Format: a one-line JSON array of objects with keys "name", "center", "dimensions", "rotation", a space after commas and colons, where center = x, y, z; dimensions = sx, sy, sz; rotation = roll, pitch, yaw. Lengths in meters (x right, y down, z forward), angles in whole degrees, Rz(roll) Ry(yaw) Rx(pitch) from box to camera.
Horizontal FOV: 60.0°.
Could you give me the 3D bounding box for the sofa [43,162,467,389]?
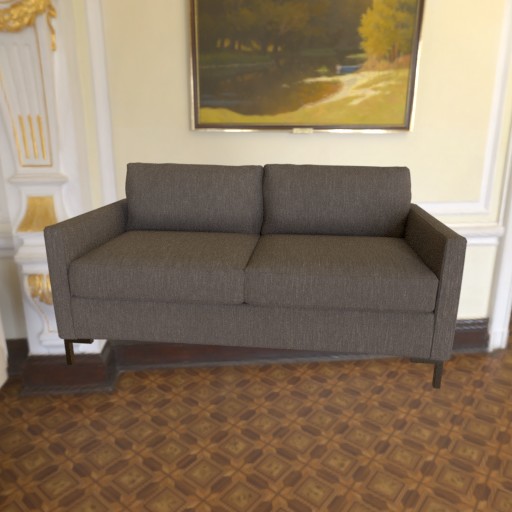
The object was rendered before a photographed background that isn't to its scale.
[{"name": "sofa", "center": [0.000, 0.000, 2.146], "dimensions": [1.682, 0.840, 0.875], "rotation": [2, 16, 7]}]
